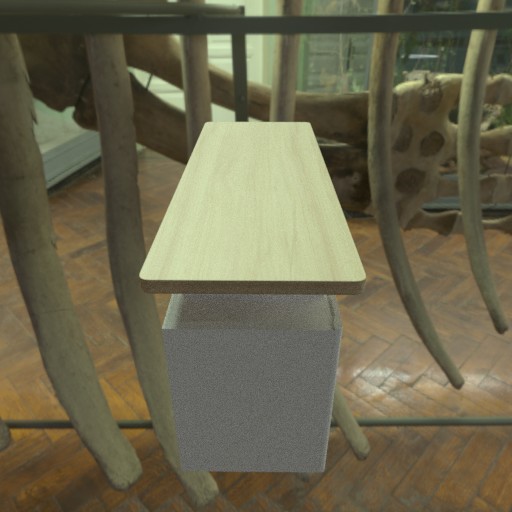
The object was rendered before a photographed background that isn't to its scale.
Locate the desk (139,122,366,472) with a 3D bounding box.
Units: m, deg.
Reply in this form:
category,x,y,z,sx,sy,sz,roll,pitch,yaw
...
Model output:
category,x,y,z,sx,sy,sz,roll,pitch,yaw
desk,0.000,0.000,1.887,0.550,0.755,1.500,0,31,1
